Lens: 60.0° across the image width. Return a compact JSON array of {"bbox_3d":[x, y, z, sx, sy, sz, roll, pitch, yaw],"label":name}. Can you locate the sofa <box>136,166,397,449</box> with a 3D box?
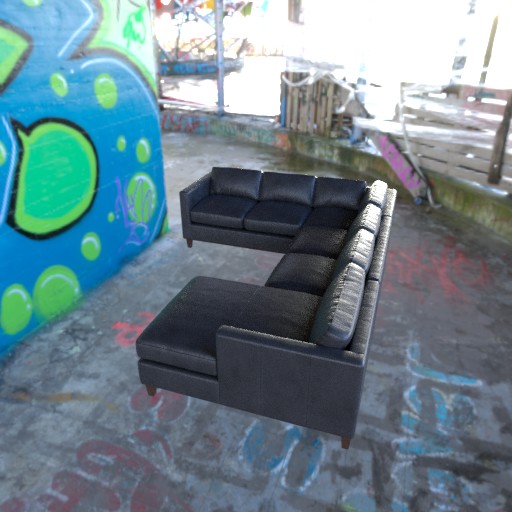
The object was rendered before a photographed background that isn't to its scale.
[{"bbox_3d":[0.000,0.000,4.412,2.452,0.891,3.324,9,28,17],"label":"sofa"}]
